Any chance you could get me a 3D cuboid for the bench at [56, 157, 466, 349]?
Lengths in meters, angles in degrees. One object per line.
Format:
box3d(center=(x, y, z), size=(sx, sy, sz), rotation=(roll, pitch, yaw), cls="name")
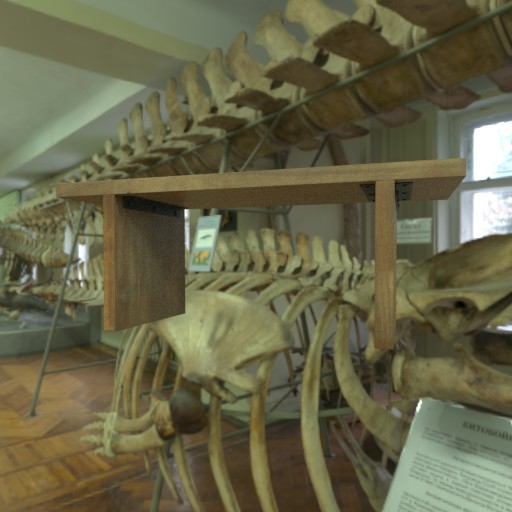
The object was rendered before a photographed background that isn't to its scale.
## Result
box3d(center=(0.000, 0.000, 1.436), size=(1.183, 0.458, 0.458), rotation=(0, 0, 18), cls="bench")
